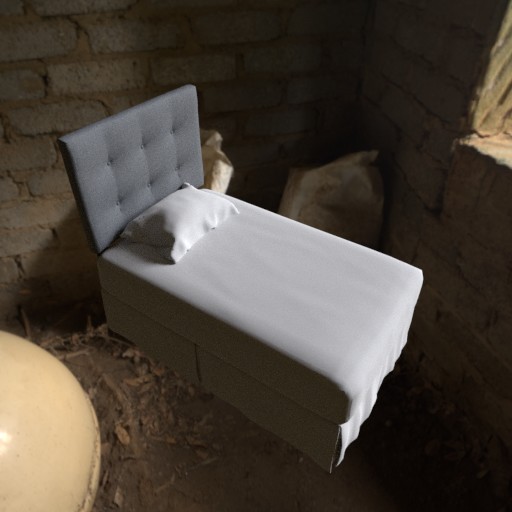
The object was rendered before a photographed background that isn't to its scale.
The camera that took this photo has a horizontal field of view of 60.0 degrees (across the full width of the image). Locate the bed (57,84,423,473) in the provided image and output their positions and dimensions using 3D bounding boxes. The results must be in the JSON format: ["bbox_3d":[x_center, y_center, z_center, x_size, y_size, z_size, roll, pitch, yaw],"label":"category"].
[{"bbox_3d":[0.000,0.000,2.920,1.997,1.571,1.261,23,45,26],"label":"bed"}]
